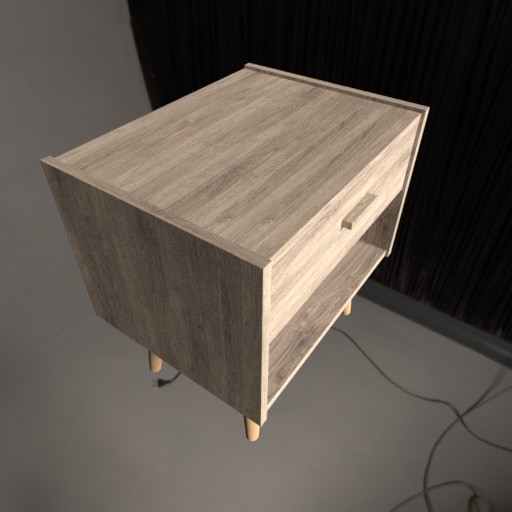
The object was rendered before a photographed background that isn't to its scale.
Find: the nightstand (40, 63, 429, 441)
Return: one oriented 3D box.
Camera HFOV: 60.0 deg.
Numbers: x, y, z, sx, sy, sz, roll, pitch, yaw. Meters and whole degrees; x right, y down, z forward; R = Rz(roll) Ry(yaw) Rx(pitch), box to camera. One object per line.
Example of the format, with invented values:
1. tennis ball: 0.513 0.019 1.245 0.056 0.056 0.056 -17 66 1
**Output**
1. nightstand: 0.000 0.000 0.833 0.380 0.500 0.480 26 48 26
